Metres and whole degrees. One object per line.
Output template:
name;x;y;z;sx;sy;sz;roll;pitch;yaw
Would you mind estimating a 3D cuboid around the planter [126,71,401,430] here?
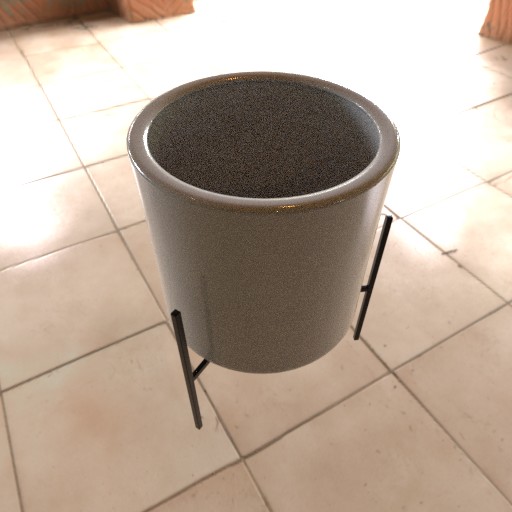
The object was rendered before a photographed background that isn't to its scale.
planter;0.000;0.000;0.718;0.360;0.480;0.361;-23;49;-21
